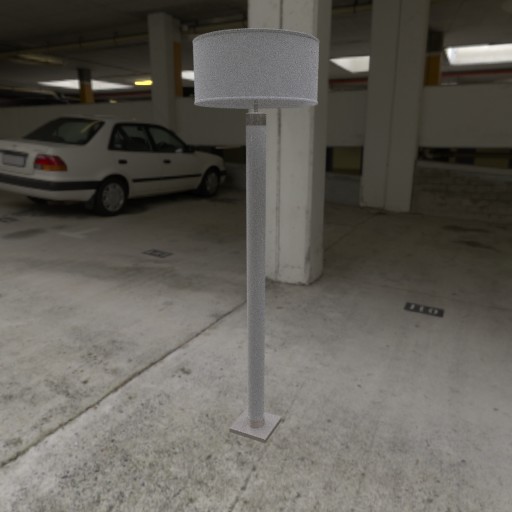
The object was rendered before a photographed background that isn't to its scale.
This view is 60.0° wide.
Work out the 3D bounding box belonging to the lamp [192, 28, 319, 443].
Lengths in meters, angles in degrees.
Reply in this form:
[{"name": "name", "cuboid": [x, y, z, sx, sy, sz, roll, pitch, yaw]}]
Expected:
[{"name": "lamp", "cuboid": [0.000, 0.000, 1.657, 0.420, 1.475, 0.420, 7, 16, 25]}]
